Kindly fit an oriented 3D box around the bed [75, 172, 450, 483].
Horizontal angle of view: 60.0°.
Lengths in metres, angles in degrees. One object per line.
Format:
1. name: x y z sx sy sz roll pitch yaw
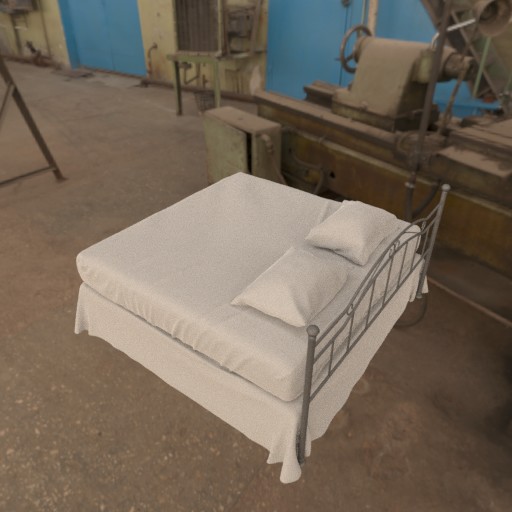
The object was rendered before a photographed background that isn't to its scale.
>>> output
1. bed: 0.000 0.000 3.519 2.220 1.080 2.309 22 39 30
